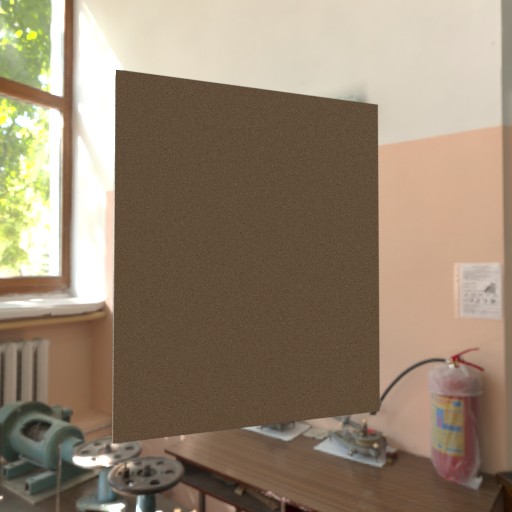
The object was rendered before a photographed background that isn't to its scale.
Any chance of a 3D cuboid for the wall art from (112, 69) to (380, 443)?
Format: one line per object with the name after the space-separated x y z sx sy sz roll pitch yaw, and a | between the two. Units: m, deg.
0.000 0.000 0.739 0.452 0.549 0.038 0 -1 -19 | wall art
